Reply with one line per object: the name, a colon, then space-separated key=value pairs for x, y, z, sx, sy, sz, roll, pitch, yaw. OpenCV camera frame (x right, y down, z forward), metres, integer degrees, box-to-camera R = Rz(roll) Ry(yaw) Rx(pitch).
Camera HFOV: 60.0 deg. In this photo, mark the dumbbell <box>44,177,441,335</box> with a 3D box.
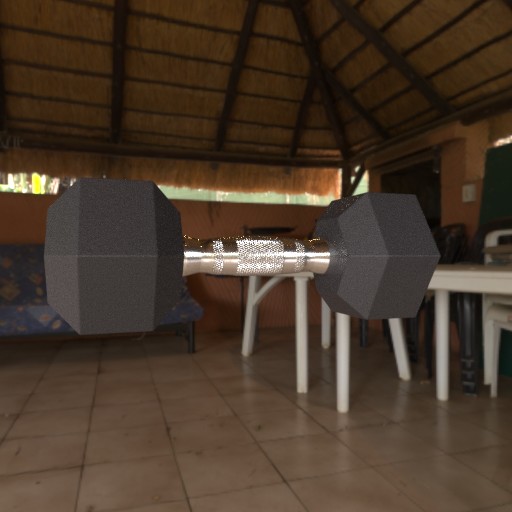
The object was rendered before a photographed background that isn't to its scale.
dumbbell: x=0.000 y=0.000 z=0.351 sx=0.297 sy=0.101 sz=0.116 roll=0 pitch=0 yaw=-18
